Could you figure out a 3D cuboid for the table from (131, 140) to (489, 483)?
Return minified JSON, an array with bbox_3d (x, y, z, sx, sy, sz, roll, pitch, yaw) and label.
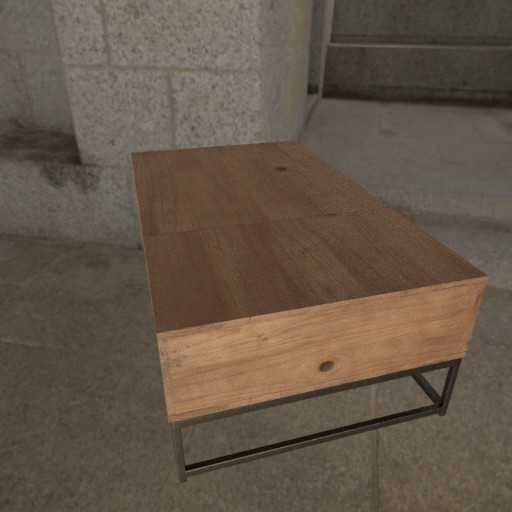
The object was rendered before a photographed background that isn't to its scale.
[{"bbox_3d":[0.000,0.000,1.360,0.655,0.395,1.101,-8,30,-14],"label":"table"}]
